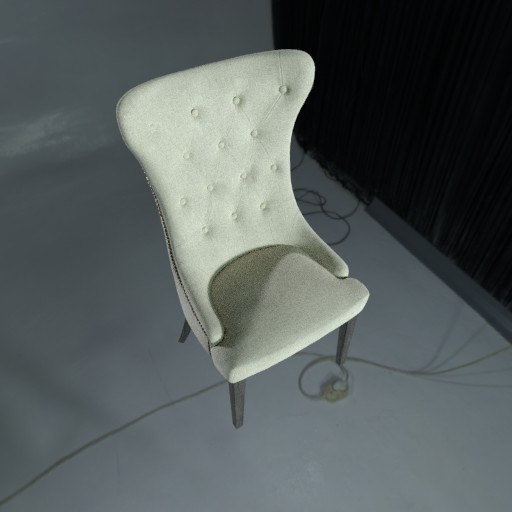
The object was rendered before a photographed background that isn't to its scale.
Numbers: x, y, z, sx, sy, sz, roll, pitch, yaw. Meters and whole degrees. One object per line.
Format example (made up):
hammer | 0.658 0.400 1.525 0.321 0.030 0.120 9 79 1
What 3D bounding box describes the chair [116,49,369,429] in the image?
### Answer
chair | 0.000 0.000 1.427 0.584 1.065 0.590 -24 51 -22
